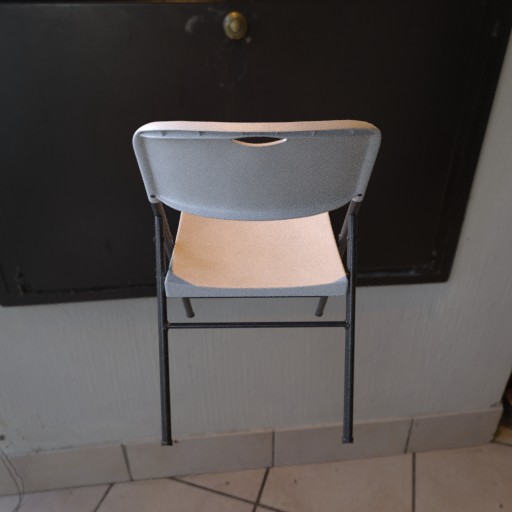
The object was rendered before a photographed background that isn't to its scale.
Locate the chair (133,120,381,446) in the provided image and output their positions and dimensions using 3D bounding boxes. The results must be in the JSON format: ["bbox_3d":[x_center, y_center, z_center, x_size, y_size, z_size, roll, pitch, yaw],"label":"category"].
[{"bbox_3d":[0.000,0.000,1.161,0.494,0.810,0.566,0,30,-1],"label":"chair"}]
